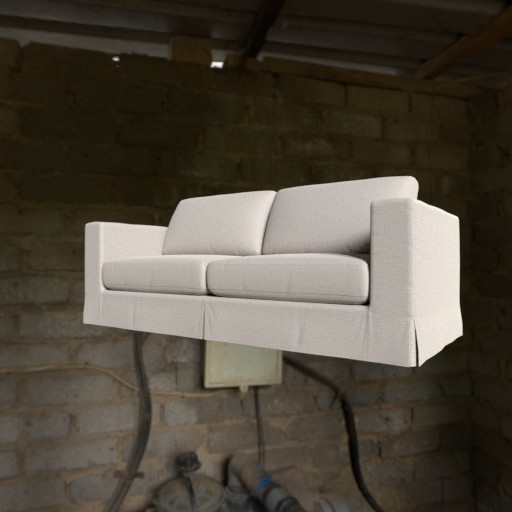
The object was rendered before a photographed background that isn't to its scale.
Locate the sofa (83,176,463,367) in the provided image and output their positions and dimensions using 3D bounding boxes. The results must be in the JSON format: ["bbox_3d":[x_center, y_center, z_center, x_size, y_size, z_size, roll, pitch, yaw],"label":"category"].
[{"bbox_3d":[0.000,0.000,2.708,2.163,0.881,0.954,0,-1,35],"label":"sofa"}]
